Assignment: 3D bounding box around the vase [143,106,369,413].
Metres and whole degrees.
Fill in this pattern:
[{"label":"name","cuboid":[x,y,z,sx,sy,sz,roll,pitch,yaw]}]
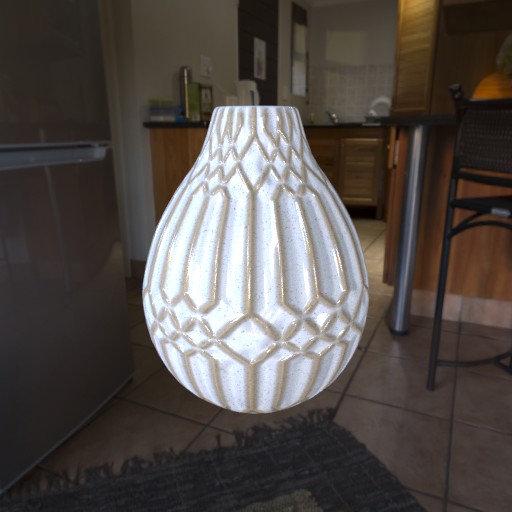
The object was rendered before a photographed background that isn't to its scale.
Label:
[{"label":"vase","cuboid":[0.000,0.000,0.314,0.159,0.200,0.159,0,17,0]}]
